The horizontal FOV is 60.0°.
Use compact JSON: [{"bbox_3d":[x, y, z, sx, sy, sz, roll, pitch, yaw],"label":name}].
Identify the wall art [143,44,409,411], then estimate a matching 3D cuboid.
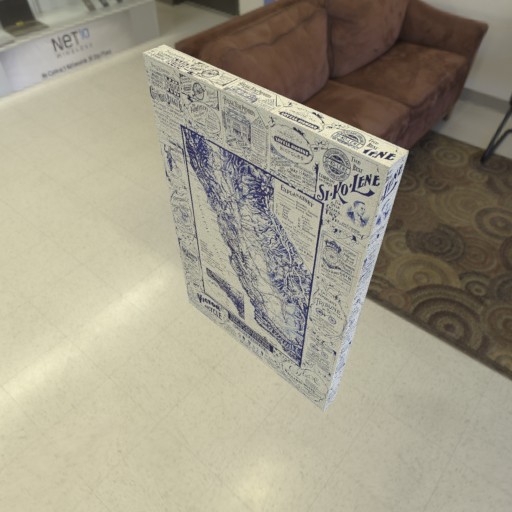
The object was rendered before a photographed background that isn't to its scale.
[{"bbox_3d":[0.000,0.000,0.778,0.408,0.601,0.040,34,56,27],"label":"wall art"}]
